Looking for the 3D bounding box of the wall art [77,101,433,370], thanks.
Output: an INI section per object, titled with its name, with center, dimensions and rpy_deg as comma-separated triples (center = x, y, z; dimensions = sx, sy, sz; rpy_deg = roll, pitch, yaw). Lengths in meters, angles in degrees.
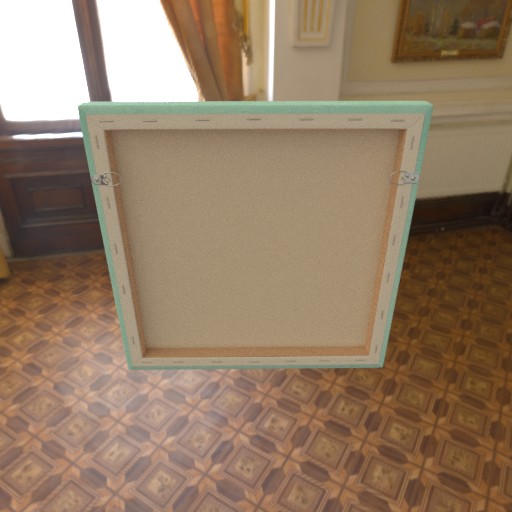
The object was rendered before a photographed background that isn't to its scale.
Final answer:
[wall art]
center = 0.000, 0.000, 1.616
dimensions = 1.071, 1.073, 0.070
rpy_deg = 0, 30, -1
